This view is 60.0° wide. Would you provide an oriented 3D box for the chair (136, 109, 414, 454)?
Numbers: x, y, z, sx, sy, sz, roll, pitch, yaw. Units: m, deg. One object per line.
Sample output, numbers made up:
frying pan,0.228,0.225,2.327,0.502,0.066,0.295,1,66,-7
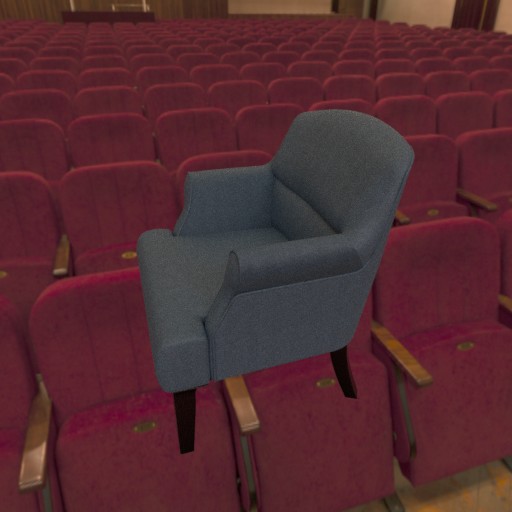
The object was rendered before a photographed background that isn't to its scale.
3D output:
chair,0.000,0.000,1.475,0.754,0.878,0.770,-8,29,-15
